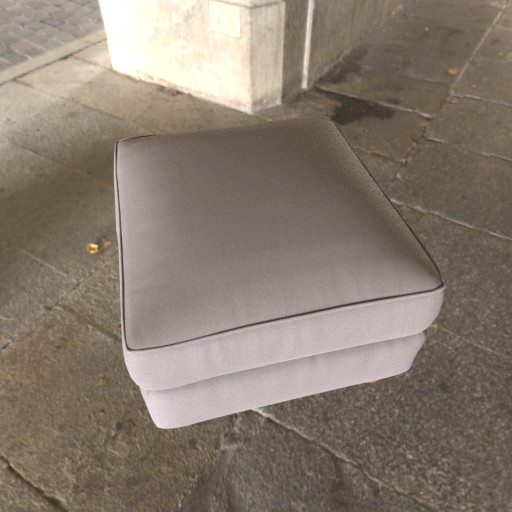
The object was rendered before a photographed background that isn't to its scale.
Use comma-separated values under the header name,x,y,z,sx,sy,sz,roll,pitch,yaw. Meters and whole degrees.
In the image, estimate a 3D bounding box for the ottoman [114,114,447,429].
name,x,y,z,sx,sy,sz,roll,pitch,yaw
ottoman,0.000,0.000,1.167,0.662,0.505,0.721,-10,47,-9
